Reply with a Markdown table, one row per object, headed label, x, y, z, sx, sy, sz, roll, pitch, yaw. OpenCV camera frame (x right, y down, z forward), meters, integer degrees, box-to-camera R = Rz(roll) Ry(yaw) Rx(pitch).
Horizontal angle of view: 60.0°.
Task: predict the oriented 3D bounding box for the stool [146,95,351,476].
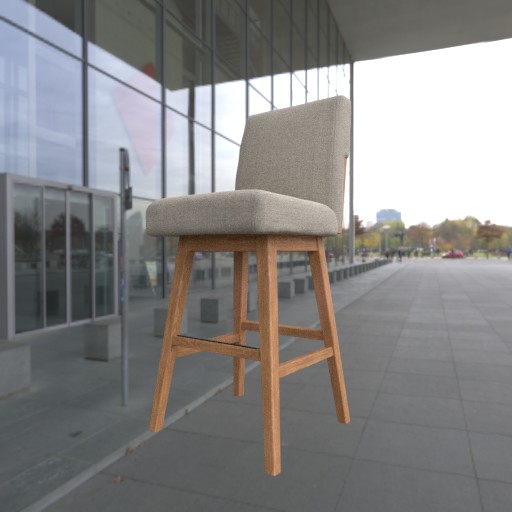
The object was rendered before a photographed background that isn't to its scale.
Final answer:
| label | x | y | z | sx | sy | sz | roll | pitch | yaw |
| --- | --- | --- | --- | --- | --- | --- | --- | --- | --- |
| stool | 0.000 | 0.000 | 1.451 | 0.483 | 1.106 | 0.569 | 1 | 1 | 37 |
